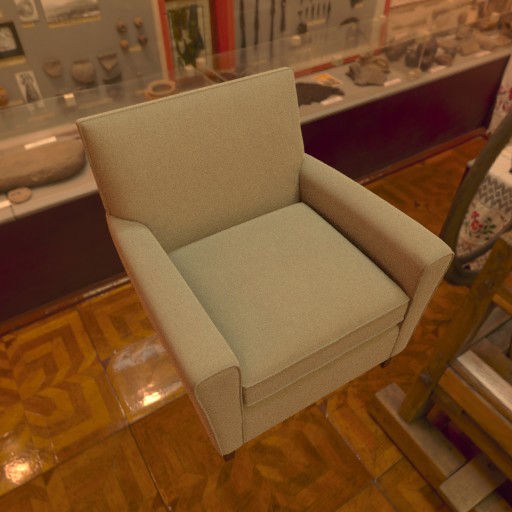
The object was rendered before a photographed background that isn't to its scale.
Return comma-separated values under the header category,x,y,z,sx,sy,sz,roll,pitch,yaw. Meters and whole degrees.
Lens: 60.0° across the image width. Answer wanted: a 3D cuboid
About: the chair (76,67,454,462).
category,x,y,z,sx,sy,sz,roll,pitch,yaw
chair,0.000,0.000,1.508,0.840,0.846,0.871,-23,50,-21
